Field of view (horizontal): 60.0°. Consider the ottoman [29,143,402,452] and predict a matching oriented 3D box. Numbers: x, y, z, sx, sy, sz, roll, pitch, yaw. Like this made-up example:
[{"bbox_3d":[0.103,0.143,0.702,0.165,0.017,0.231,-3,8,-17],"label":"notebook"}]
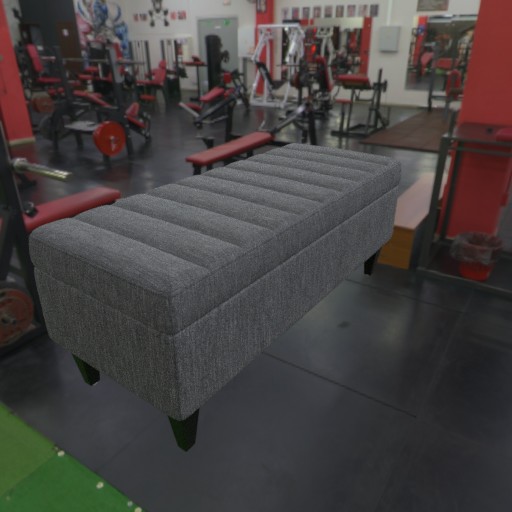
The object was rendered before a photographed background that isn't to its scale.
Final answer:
[{"bbox_3d":[0.000,0.000,1.384,0.482,0.469,1.151,18,32,32],"label":"ottoman"}]
